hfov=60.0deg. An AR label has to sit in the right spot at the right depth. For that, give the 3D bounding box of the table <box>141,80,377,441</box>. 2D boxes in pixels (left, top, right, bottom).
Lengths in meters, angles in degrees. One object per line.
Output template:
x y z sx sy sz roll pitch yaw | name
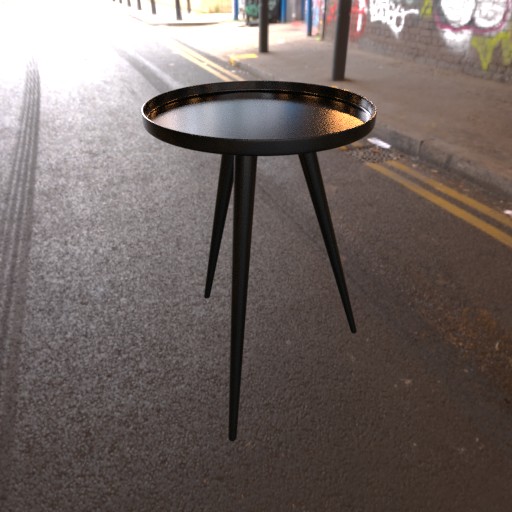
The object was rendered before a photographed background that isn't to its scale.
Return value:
0.000 0.000 0.837 0.403 0.548 0.415 10 34 15 | table
